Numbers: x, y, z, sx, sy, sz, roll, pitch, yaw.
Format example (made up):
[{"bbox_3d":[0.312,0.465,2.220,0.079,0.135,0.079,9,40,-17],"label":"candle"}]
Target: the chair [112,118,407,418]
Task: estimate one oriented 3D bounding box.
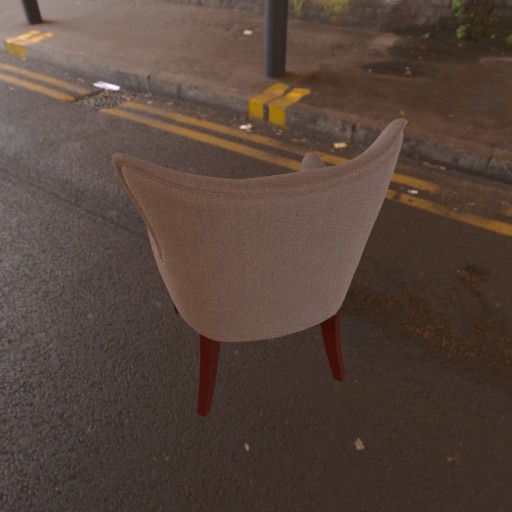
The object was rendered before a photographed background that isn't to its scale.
[{"bbox_3d":[0.000,0.000,1.434,0.732,0.948,0.677,-10,40,-12],"label":"chair"}]
